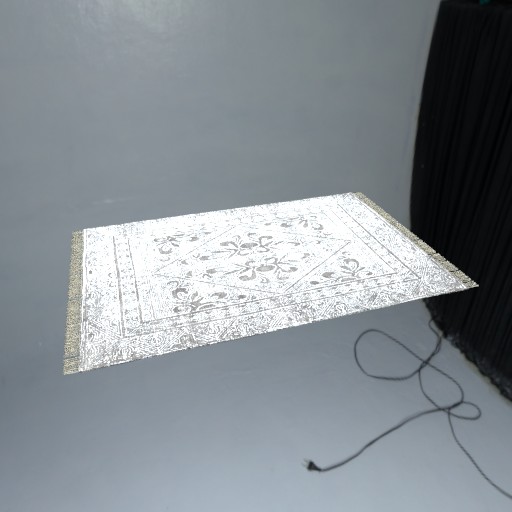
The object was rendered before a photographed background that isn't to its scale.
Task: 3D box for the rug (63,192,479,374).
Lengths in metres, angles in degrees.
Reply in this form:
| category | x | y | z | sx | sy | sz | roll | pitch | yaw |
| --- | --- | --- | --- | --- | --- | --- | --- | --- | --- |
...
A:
| category | x | y | z | sx | sy | sz | roll | pitch | yaw |
| --- | --- | --- | --- | --- | --- | --- | --- | --- | --- |
| rug | 0.000 | 0.000 | 3.062 | 2.440 | 0.010 | 1.529 | -10 | 33 | -15 |
